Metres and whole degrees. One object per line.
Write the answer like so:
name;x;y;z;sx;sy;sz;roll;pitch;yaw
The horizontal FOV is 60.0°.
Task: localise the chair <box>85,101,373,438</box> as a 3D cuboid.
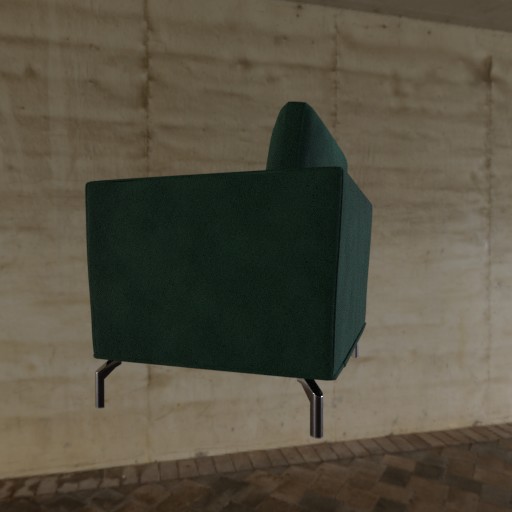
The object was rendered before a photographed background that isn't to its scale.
chair;0.000;0.000;1.804;0.852;0.997;1.047;0;1;19
